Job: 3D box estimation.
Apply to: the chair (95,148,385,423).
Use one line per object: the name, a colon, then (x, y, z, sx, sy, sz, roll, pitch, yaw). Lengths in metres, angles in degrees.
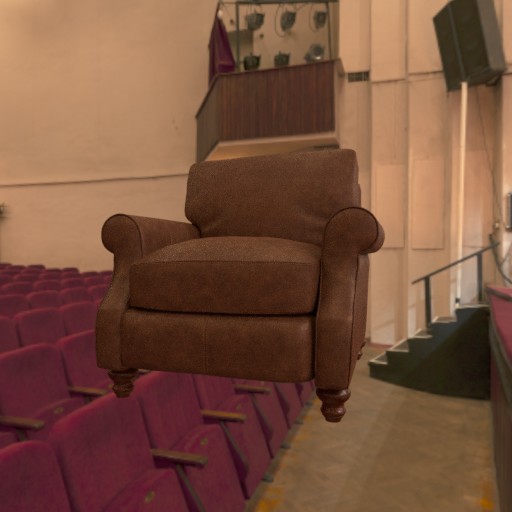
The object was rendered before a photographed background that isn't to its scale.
chair: (0.000, 0.000, 1.793, 0.996, 0.976, 1.002, 0, 0, 17)
